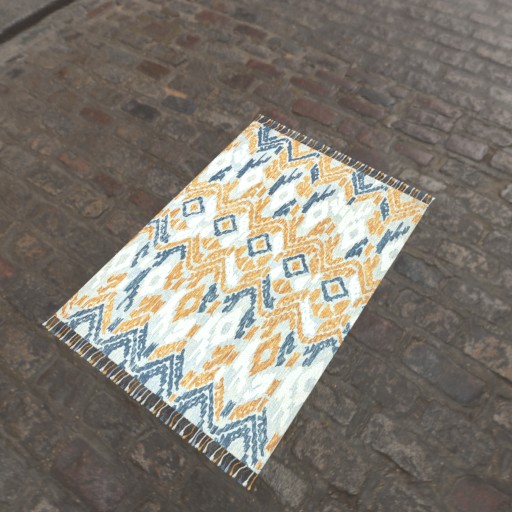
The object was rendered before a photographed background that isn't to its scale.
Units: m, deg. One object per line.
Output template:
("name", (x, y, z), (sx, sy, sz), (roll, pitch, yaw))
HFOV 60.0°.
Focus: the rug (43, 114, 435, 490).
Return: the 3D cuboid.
("rug", (0.000, 0.000, 2.332), (1.230, 0.008, 1.827), (31, 63, 18))
